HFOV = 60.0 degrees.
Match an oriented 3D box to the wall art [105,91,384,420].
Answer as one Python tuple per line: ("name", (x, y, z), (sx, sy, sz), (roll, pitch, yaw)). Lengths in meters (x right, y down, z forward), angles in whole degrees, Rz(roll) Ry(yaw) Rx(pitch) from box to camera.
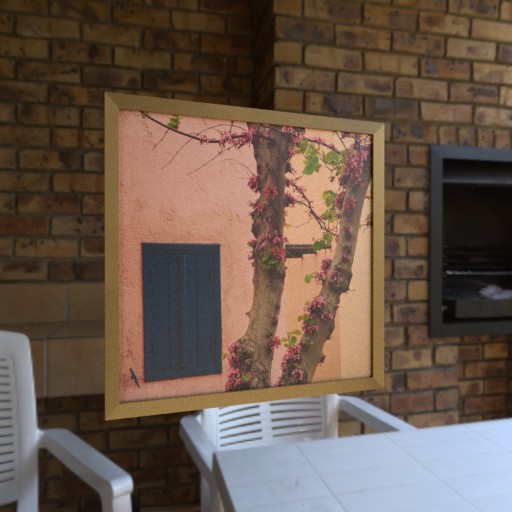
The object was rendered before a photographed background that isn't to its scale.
("wall art", (0.000, 0.000, 0.786), (0.507, 0.508, 0.038), (0, 0, -19))
